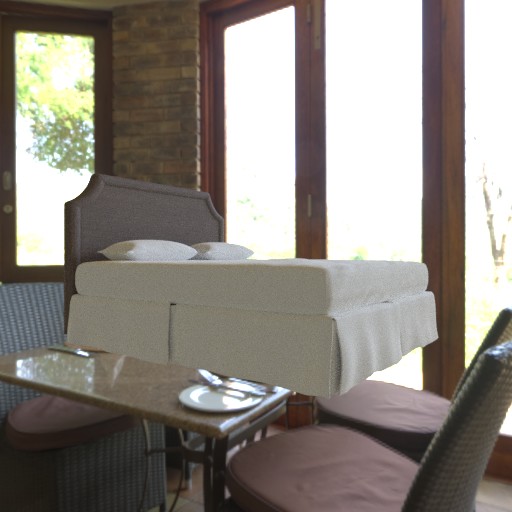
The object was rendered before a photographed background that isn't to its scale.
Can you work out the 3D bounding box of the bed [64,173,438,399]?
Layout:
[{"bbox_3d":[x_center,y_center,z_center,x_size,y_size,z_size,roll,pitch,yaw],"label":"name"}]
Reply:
[{"bbox_3d":[0.000,0.000,4.143,2.773,1.590,2.350,0,0,36],"label":"bed"}]
